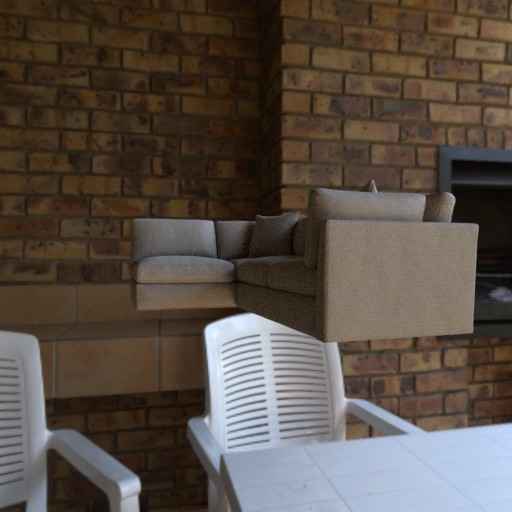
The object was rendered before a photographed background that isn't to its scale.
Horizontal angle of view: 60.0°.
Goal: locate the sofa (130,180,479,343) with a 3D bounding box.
[{"bbox_3d":[0.000,0.000,3.834,1.994,0.978,2.896,0,0,-18],"label":"sofa"}]
